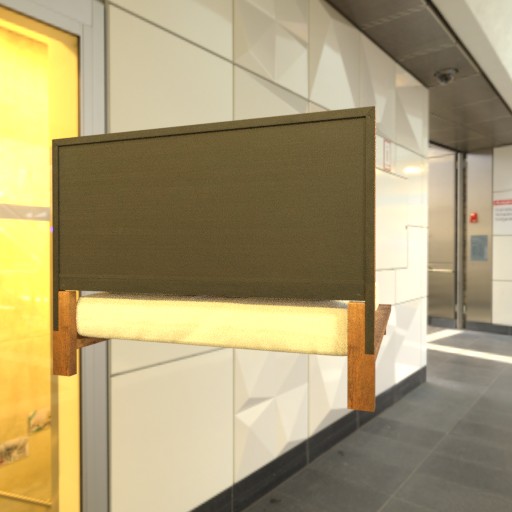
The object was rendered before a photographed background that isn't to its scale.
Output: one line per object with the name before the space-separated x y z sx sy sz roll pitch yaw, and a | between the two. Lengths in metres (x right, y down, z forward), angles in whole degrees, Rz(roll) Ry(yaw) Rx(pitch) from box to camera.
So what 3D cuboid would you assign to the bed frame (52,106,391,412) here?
bed frame | 0.000 0.000 3.614 2.038 1.537 2.235 0 1 19
